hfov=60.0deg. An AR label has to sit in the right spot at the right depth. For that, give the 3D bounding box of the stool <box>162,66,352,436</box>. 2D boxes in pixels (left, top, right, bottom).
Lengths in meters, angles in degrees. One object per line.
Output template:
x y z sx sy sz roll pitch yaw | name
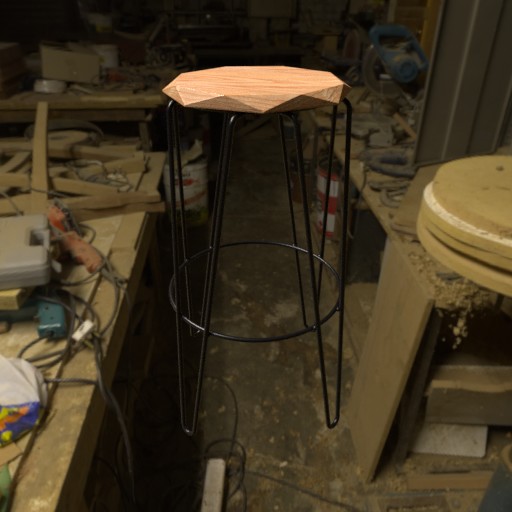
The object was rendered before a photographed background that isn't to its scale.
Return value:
0.000 0.000 0.809 0.326 0.610 0.326 -1 31 -2 | stool
